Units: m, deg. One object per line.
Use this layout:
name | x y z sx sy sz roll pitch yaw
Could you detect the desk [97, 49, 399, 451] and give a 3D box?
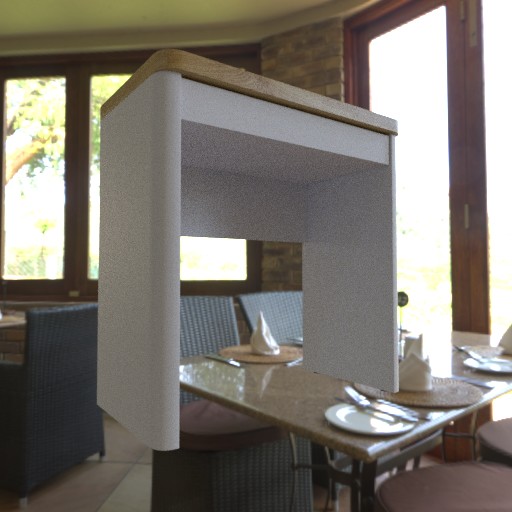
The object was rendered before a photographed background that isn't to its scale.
desk | 0.000 0.000 1.242 0.760 0.790 0.440 1 -2 -36
